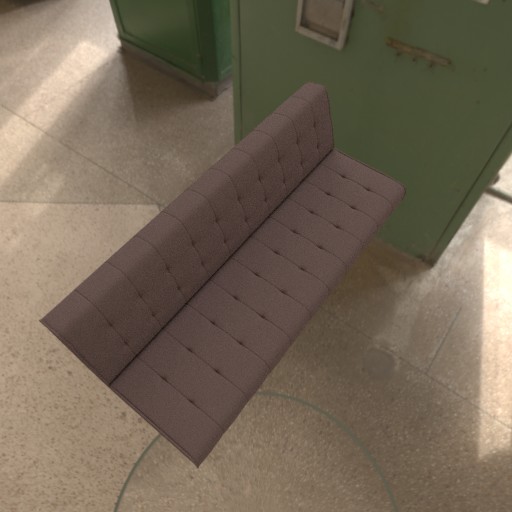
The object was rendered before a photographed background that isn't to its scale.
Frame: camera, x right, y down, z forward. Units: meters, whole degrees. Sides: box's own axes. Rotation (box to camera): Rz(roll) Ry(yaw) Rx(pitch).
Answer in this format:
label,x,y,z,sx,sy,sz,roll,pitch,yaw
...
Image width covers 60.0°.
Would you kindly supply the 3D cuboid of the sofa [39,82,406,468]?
label,x,y,z,sx,sy,sz,roll,pitch,yaw
sofa,0.000,0.000,2.102,0.747,0.699,1.703,33,63,19
